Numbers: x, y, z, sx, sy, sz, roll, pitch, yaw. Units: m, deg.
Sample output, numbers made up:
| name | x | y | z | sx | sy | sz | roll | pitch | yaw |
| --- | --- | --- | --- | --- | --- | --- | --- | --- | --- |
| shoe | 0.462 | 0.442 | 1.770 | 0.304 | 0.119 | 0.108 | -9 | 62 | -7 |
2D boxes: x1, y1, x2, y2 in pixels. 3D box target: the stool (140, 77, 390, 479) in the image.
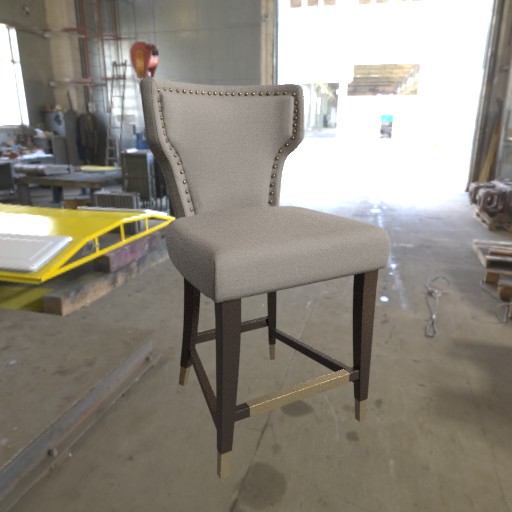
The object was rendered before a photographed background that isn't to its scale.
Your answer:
| name | x | y | z | sx | sy | sz | roll | pitch | yaw |
| --- | --- | --- | --- | --- | --- | --- | --- | --- | --- |
| stool | 0.000 | 0.000 | 1.304 | 0.527 | 0.982 | 0.563 | -9 | 19 | -27 |
